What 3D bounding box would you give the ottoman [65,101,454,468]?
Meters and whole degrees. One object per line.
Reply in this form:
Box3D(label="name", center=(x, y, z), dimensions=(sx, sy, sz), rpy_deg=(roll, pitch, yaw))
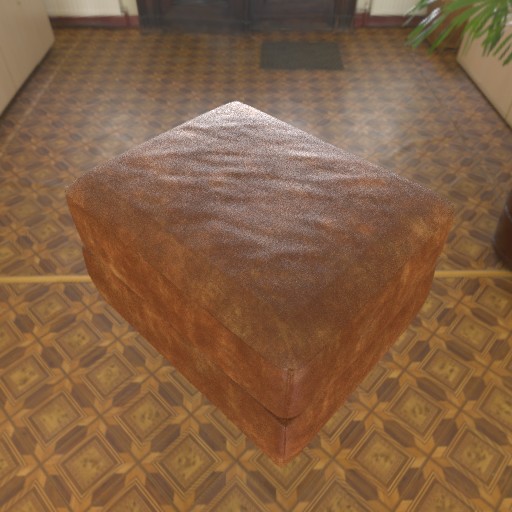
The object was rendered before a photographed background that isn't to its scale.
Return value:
Box3D(label="ottoman", center=(0.000, 0.000, 1.138), dimensions=(0.751, 0.476, 0.603), rpy_deg=(34, 55, 28))
